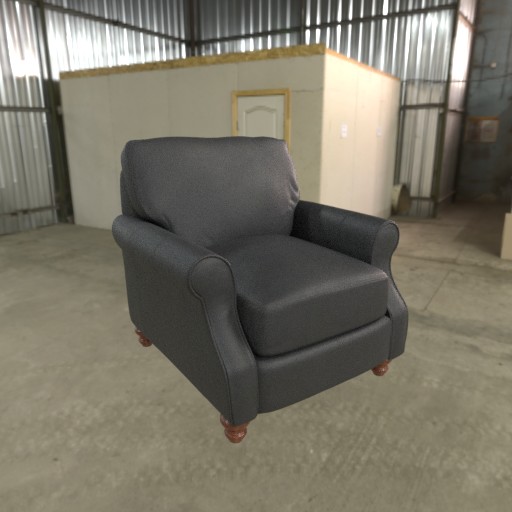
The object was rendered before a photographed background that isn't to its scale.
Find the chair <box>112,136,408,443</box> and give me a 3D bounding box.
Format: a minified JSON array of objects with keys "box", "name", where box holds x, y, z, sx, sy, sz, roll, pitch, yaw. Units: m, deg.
[{"box":[0.000,0.000,1.856,1.015,0.960,1.027,-9,19,-28],"name":"chair"}]
